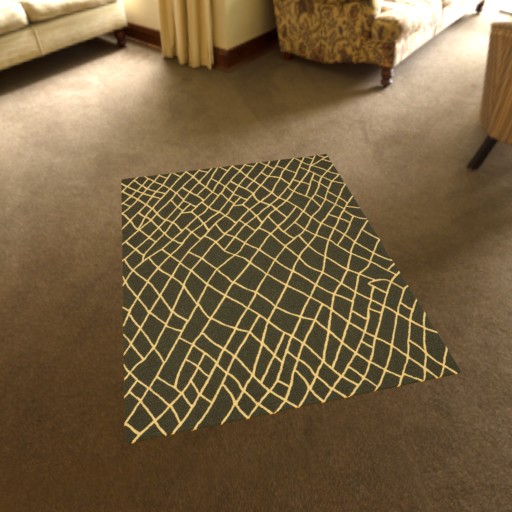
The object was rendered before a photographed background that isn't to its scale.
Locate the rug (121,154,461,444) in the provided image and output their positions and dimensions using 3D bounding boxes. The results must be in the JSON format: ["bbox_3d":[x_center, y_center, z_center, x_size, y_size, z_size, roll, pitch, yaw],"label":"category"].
[{"bbox_3d":[0.000,0.000,4.132,2.439,0.022,3.047,-9,46,-9],"label":"rug"}]
